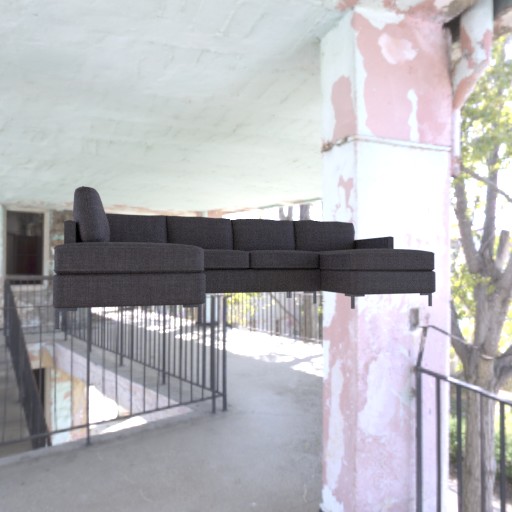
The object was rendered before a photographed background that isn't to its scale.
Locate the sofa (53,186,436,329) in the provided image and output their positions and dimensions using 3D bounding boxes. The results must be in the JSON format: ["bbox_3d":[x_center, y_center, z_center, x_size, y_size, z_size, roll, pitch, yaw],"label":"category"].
[{"bbox_3d":[0.000,0.000,4.335,3.423,0.999,2.048,0,-1,-18],"label":"sofa"}]
